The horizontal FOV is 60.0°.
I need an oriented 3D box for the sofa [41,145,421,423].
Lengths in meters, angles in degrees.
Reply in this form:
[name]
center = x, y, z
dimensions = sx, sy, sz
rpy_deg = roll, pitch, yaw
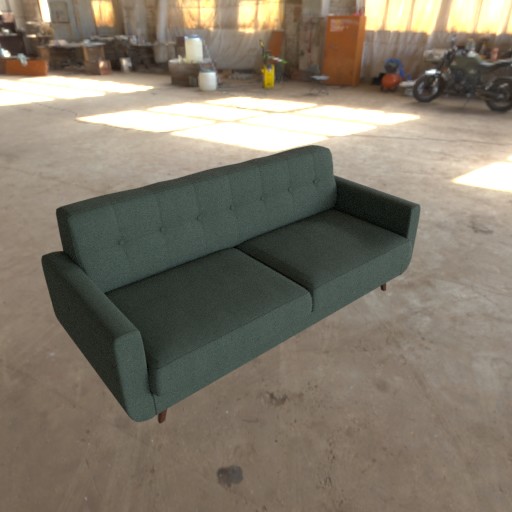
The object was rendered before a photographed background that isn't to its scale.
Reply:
[sofa]
center = 0.000, 0.000, 2.522
dimensions = 2.029, 0.841, 0.909
rpy_deg = -22, 36, -34
